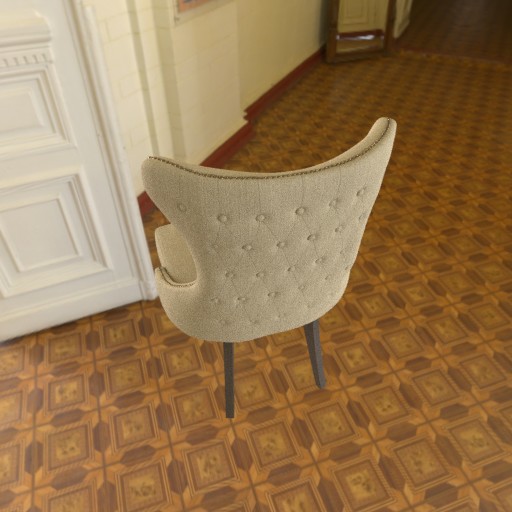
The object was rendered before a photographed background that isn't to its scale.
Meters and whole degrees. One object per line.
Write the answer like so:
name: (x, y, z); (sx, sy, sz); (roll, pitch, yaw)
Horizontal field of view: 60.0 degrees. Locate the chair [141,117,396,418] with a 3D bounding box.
chair: (0.000, 0.000, 1.392); (0.628, 0.967, 0.635); (-13, 43, -15)
